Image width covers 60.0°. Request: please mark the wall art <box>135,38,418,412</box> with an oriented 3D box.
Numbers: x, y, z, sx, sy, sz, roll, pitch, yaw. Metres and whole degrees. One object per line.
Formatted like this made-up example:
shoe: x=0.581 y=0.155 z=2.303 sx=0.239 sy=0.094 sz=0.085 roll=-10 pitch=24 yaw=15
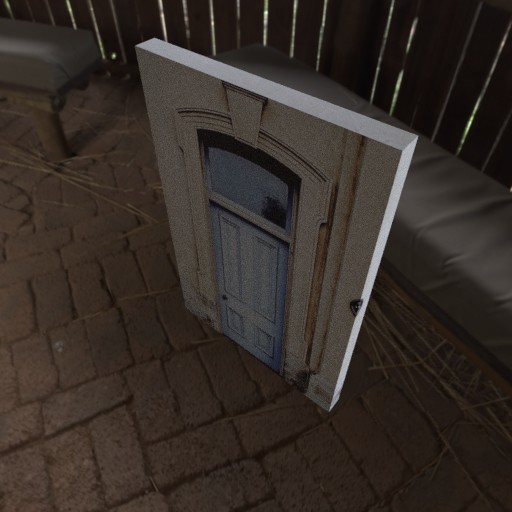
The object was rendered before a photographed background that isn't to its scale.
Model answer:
wall art: x=0.000 y=0.000 z=0.756 sx=0.403 sy=0.607 sz=0.036 roll=31 pitch=54 yaw=26
